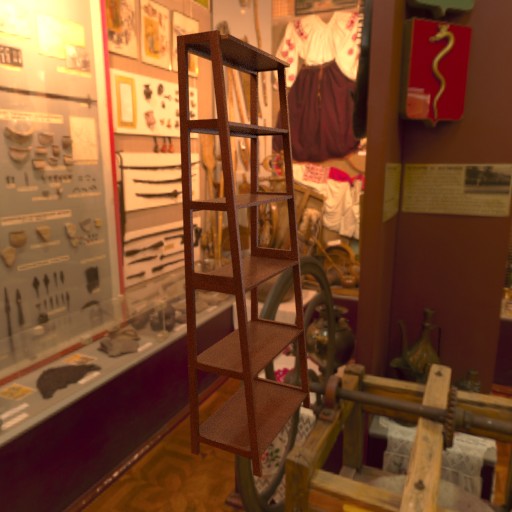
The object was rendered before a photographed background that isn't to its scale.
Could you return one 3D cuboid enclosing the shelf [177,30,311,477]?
[{"bbox_3d":[0.000,0.000,2.177,0.382,1.892,0.660,6,14,26],"label":"shelf"}]
